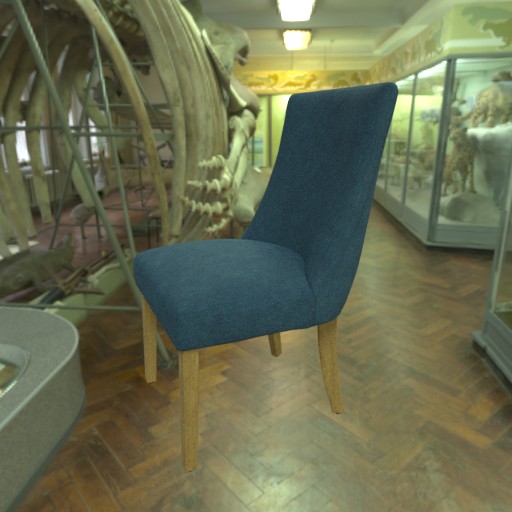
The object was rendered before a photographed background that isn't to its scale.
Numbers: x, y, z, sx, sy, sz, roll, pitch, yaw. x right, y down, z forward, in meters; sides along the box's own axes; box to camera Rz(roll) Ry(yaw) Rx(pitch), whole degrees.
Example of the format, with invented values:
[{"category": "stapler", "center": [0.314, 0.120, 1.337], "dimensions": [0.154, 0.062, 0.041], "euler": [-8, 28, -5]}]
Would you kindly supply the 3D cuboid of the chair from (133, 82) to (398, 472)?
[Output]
[{"category": "chair", "center": [0.000, 0.000, 1.244], "dimensions": [0.609, 0.902, 0.495], "euler": [-8, 18, -24]}]
